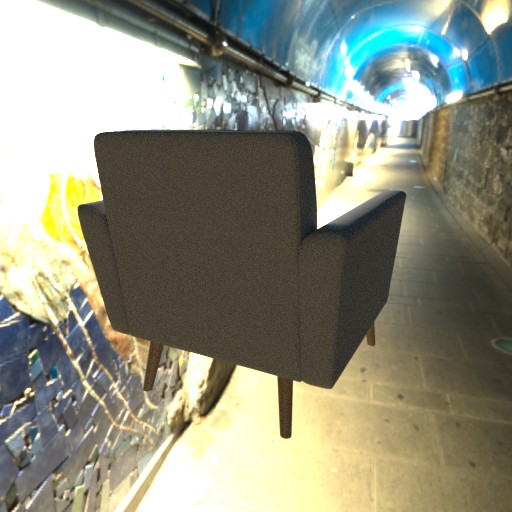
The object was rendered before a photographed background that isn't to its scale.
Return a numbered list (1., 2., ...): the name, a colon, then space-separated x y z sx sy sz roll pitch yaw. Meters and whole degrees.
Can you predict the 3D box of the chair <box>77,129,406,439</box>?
1. chair: 0.000 0.000 1.415 0.780 0.780 0.750 8 18 26
